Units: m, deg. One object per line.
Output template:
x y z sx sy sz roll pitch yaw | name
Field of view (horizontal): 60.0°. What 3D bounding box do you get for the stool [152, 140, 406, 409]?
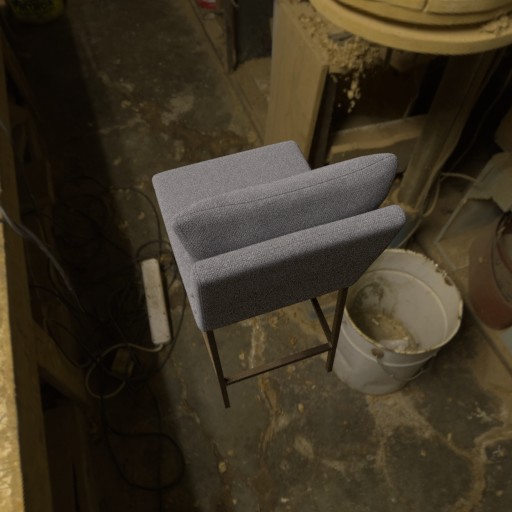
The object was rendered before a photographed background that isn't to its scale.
0.000 0.000 1.324 0.463 1.031 0.569 -16 59 -10 | stool
